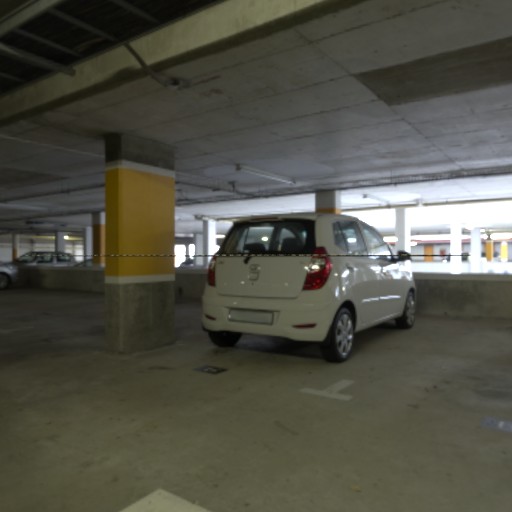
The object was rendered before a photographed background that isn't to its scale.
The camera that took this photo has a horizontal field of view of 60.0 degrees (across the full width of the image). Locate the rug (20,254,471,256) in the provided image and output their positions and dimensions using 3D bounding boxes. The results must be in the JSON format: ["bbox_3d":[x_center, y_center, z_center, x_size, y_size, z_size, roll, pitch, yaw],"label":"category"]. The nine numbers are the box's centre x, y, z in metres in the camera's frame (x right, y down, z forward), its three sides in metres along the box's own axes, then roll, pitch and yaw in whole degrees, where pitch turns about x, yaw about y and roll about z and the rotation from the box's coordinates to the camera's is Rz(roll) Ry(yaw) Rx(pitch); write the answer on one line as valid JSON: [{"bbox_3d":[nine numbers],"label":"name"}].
[{"bbox_3d":[0.000,0.000,2.178,1.750,0.004,1.177,0,0,17],"label":"rug"}]
